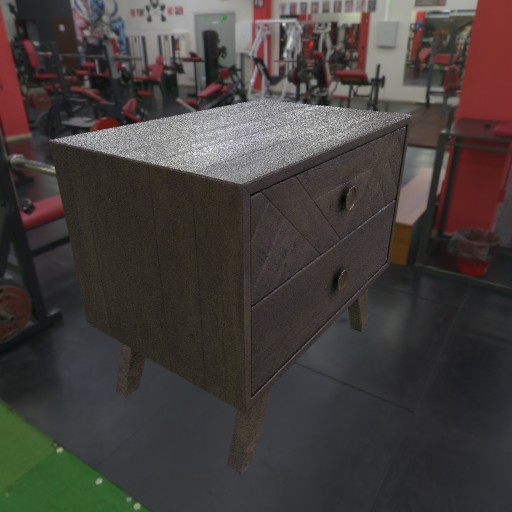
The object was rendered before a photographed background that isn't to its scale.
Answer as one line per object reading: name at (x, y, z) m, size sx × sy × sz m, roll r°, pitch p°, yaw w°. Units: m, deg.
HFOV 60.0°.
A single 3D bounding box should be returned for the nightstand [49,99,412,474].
nightstand at (0.000, 0.000, 1.047) m, size 0.450 × 0.599 × 0.650 m, roll 18°, pitch 32°, yaw 32°
